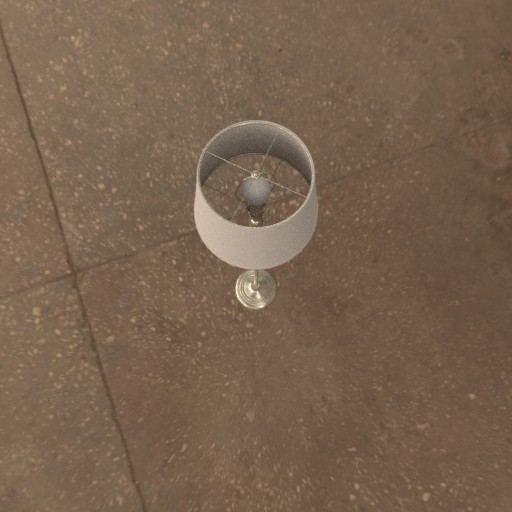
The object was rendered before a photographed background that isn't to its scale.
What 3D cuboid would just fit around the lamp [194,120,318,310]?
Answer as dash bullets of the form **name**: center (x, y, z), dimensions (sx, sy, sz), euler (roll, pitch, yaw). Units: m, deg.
- **lamp**: center (0.000, 0.000, 1.681), dimensions (0.327, 1.506, 0.327), euler (-18, 77, -4)
